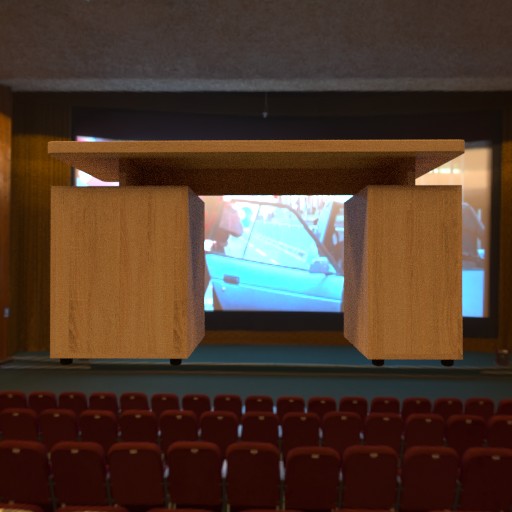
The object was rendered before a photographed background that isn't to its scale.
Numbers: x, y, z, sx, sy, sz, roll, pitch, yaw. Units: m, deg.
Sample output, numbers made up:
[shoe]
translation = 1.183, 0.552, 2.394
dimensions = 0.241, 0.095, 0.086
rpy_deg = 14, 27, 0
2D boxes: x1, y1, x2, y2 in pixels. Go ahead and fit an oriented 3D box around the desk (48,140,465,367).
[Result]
[desk]
translation = 0.000, 0.000, 1.738
dimensions = 1.400, 0.760, 0.550
rpy_deg = 0, -1, 1
